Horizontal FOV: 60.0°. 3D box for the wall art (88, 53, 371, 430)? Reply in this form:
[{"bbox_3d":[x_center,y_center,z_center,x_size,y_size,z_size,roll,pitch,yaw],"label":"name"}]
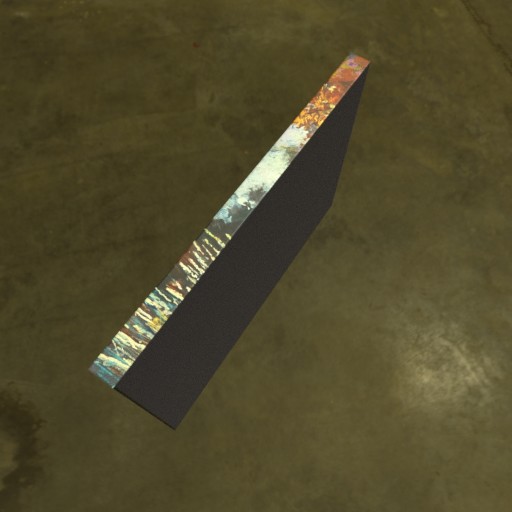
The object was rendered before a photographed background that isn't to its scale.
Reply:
[{"bbox_3d":[0.000,0.000,0.775,0.037,0.406,0.610,30,67,15],"label":"wall art"}]
